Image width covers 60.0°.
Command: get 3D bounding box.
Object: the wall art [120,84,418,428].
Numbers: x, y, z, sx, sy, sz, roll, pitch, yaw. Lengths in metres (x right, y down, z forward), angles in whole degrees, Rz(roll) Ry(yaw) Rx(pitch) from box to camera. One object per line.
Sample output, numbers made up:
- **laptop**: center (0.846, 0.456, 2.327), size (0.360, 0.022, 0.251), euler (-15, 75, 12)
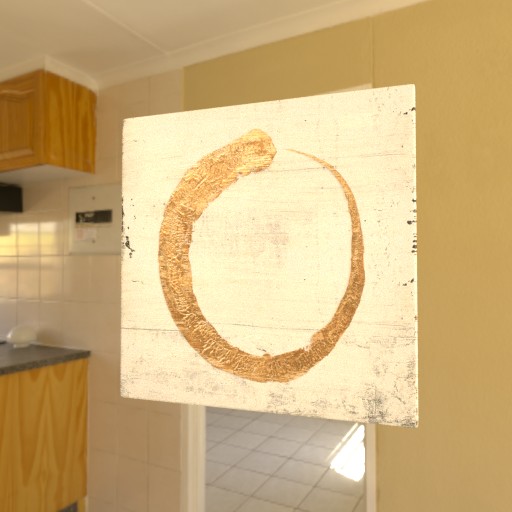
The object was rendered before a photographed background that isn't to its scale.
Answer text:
- **wall art**: center (0.000, 0.000, 0.897), size (0.610, 0.611, 0.040), euler (-1, -2, 18)
